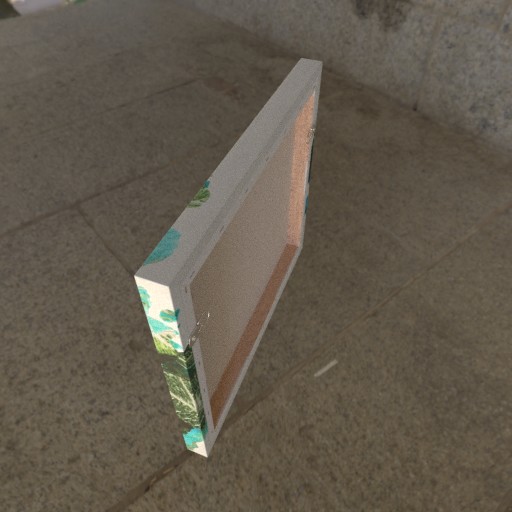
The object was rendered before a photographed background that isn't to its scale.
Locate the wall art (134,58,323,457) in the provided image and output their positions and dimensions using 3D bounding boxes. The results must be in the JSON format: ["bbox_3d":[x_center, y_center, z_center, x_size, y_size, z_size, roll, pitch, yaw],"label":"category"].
[{"bbox_3d":[0.000,0.000,0.722,0.041,0.435,0.507,16,49,15],"label":"wall art"}]
